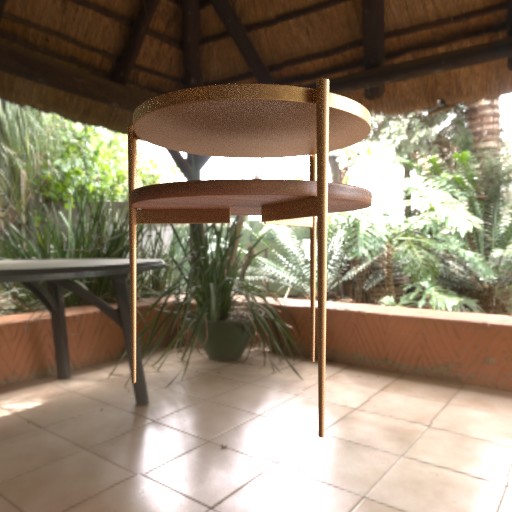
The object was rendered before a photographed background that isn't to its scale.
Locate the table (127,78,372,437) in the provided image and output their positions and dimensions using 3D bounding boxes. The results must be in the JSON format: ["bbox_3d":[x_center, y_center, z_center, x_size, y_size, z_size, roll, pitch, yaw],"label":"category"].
[{"bbox_3d":[0.000,0.000,0.831,0.430,0.493,0.456,1,2,36],"label":"table"}]
